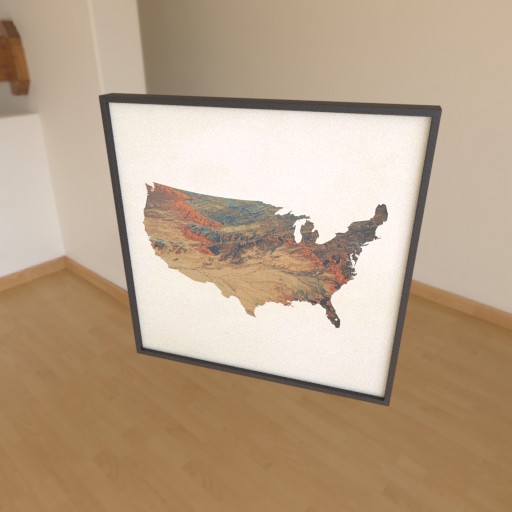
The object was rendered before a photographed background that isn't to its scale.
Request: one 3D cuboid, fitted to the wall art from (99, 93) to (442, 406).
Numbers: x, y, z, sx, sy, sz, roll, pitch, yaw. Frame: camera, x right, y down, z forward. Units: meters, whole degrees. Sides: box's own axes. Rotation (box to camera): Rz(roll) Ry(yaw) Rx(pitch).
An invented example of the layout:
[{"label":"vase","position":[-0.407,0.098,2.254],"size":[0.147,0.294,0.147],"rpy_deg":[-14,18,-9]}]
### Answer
[{"label":"wall art","position":[0.000,0.000,0.759],"size":[0.507,0.507,0.038],"rpy_deg":[8,27,15]}]
